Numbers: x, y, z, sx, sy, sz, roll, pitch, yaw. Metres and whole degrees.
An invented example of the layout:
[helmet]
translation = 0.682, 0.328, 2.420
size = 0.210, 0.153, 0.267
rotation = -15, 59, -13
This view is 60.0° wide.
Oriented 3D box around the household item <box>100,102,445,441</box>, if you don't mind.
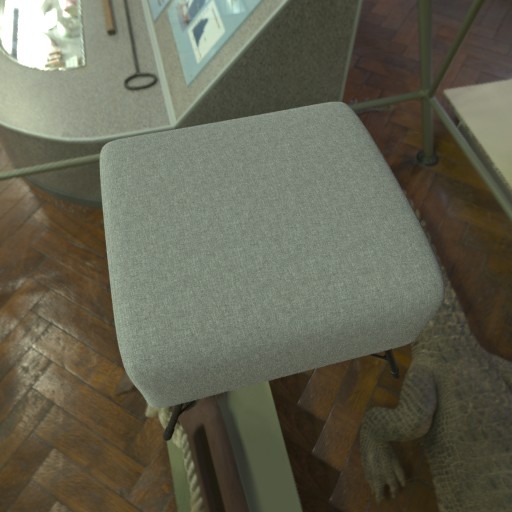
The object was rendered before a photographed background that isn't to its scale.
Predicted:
[household item]
translation = 0.000, 0.000, 0.911
size = 0.530, 0.410, 0.530
rotation = -12, 59, -8
